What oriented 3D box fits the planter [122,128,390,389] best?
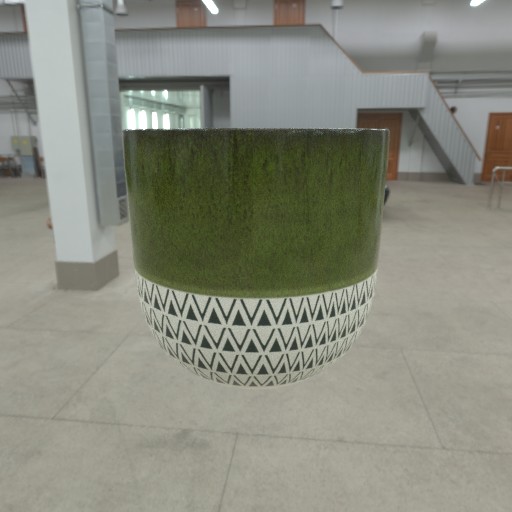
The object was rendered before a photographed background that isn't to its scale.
[{"bbox_3d":[0.000,0.000,0.493,0.266,0.270,0.266,0,15,0],"label":"planter"}]
